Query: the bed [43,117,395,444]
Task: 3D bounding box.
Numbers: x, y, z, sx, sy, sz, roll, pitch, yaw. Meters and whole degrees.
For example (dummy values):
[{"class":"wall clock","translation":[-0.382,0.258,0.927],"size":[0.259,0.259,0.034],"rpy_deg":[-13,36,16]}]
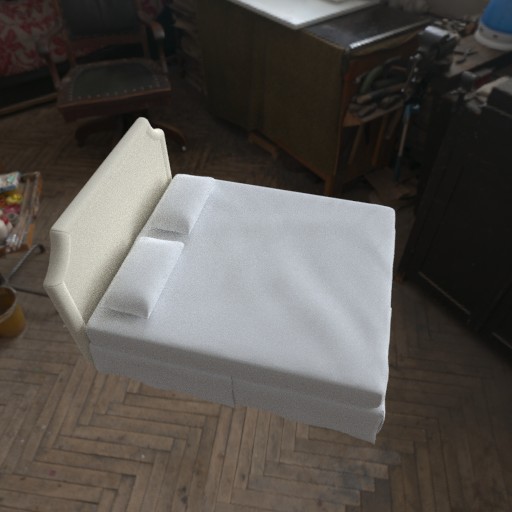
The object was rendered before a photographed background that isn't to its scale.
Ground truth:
[{"class":"bed","translation":[0.000,0.000,4.170],"size":[2.773,1.590,2.350],"rpy_deg":[10,49,9]}]
